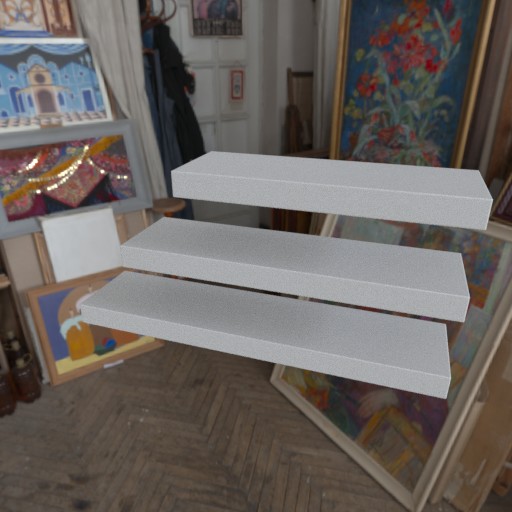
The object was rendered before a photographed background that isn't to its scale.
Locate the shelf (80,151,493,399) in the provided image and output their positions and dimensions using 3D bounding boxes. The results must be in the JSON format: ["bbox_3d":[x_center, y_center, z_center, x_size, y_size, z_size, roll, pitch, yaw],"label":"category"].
[{"bbox_3d":[0.000,0.000,0.708,0.610,0.293,0.140,8,26,17],"label":"shelf"}]
